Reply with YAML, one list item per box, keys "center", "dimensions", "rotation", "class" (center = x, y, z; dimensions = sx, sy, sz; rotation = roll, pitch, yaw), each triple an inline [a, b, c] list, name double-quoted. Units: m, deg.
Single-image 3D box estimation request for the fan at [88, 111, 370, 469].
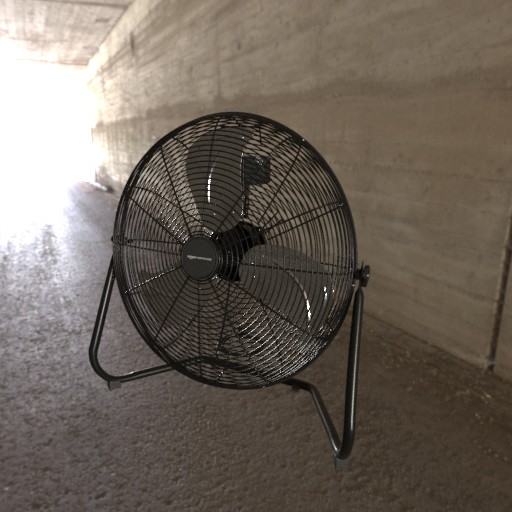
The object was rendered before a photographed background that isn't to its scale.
- center: [0.000, 0.000, 0.990]
  dimensions: [0.595, 0.605, 0.470]
  rotation: [8, 17, 26]
  class: "fan"
